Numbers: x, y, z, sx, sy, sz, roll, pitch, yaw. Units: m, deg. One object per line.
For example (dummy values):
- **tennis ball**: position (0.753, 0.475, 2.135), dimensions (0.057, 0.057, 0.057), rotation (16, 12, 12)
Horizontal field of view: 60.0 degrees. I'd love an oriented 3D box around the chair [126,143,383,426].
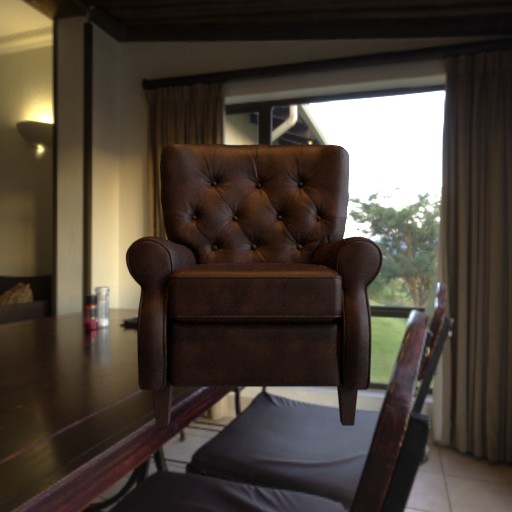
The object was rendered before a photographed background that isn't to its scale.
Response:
- **chair**: position (0.000, 0.000, 1.949), dimensions (0.948, 1.158, 1.058), rotation (0, 1, 0)
